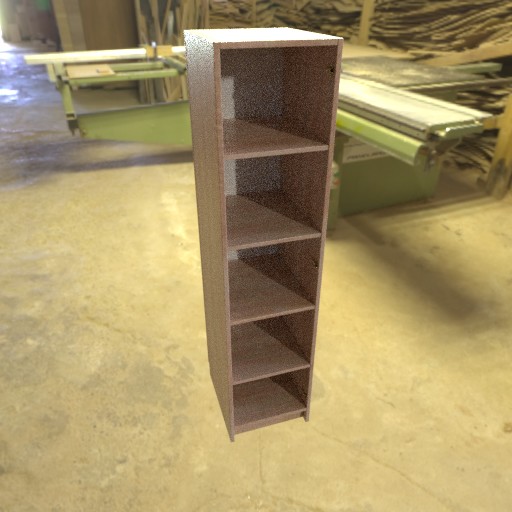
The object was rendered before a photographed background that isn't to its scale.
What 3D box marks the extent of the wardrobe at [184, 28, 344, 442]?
[{"bbox_3d":[0.000,0.000,2.356,0.496,2.117,0.588,-9,32,-15],"label":"wardrobe"}]
